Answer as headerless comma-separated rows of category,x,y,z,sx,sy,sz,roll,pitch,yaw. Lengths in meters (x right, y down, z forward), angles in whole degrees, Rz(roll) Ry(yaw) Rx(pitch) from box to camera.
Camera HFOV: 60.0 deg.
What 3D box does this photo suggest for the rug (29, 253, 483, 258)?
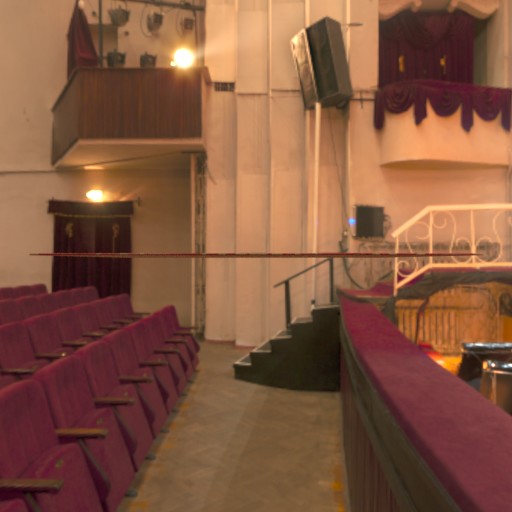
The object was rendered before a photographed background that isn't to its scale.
rug,0.000,0.000,4.185,3.095,0.016,2.441,0,-1,0
